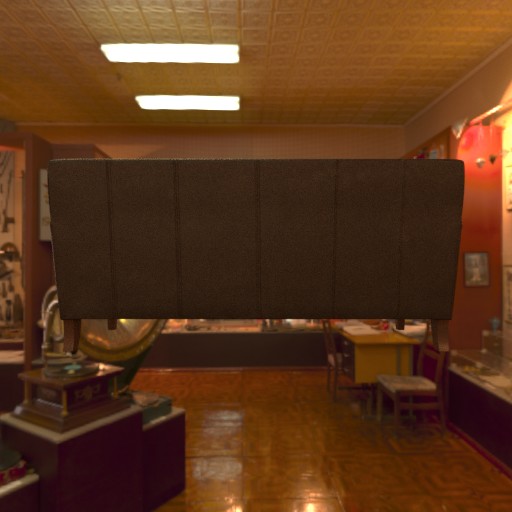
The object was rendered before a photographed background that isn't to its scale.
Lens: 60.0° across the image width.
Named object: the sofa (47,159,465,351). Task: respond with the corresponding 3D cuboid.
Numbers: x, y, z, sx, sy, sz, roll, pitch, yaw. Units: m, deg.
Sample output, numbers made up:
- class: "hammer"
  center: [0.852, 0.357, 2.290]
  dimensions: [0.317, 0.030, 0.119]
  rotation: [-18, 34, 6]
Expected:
- class: "sofa"
  center: [0.000, 0.000, 2.549]
  dimensions: [2.053, 0.947, 0.805]
  rotation: [0, 0, 0]
